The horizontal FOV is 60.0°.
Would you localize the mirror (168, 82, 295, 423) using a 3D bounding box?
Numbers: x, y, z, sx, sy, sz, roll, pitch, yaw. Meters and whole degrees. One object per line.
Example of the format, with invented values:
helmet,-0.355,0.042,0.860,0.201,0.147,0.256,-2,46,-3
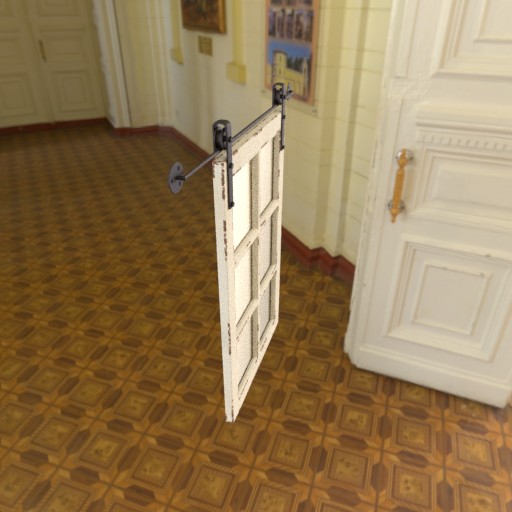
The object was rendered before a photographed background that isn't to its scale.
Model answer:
mirror,0.000,0.000,1.237,0.037,0.844,0.808,10,33,15
